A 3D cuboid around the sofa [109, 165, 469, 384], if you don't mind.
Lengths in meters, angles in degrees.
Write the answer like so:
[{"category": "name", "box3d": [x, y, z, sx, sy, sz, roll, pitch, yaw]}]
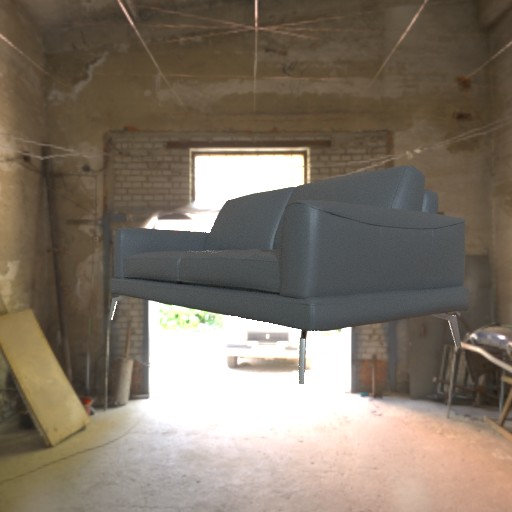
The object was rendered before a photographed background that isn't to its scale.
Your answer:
[{"category": "sofa", "box3d": [0.000, 0.000, 2.709, 1.121, 0.930, 2.177, 0, 0, -36]}]
